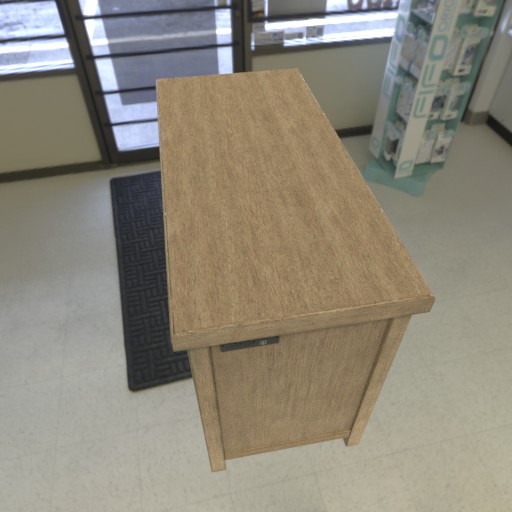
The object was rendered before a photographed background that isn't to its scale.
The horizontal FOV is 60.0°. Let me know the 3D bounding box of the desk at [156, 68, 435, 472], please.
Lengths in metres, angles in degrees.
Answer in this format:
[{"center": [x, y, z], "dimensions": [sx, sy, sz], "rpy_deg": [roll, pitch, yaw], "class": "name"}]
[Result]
[{"center": [0.000, 0.000, 1.748], "dimensions": [0.610, 0.912, 1.289], "rpy_deg": [-7, 46, -7], "class": "desk"}]
